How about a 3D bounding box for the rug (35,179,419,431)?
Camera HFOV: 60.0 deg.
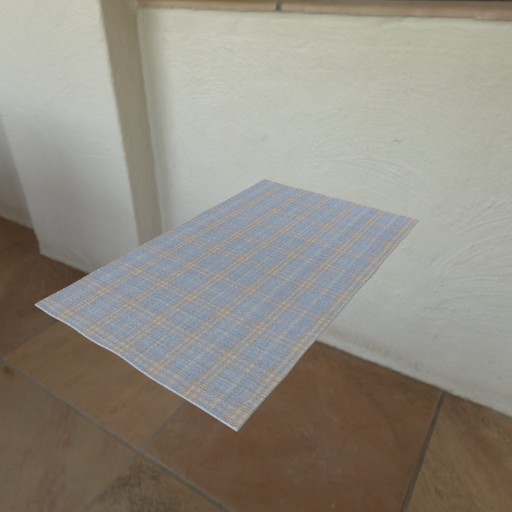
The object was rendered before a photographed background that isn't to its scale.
[{"bbox_3d":[0.000,0.000,3.149,1.545,0.016,2.460,20,37,29],"label":"rug"}]
